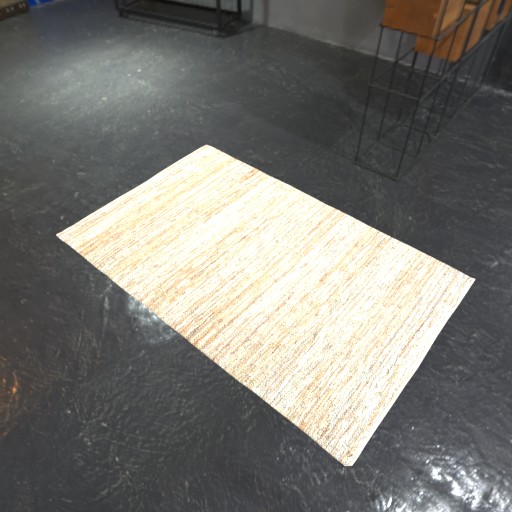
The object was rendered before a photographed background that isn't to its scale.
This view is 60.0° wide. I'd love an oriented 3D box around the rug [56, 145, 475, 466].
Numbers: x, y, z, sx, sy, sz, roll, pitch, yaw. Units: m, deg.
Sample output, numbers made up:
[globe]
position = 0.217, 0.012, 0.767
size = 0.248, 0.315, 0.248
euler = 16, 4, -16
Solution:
[rug]
position = 0.000, 0.000, 3.014
size = 2.446, 0.009, 1.529
euler = 32, 54, 26
